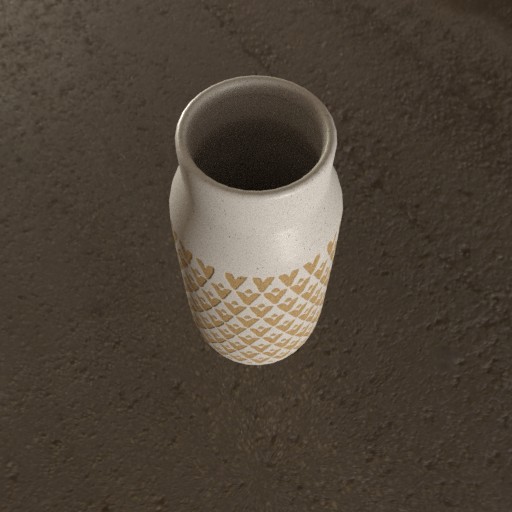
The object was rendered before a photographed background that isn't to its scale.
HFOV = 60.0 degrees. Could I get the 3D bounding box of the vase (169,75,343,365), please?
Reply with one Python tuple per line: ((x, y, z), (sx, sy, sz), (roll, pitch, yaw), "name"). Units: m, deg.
((0.000, 0.000, 0.382), (0.137, 0.307, 0.137), (0, 63, 0), "vase")
